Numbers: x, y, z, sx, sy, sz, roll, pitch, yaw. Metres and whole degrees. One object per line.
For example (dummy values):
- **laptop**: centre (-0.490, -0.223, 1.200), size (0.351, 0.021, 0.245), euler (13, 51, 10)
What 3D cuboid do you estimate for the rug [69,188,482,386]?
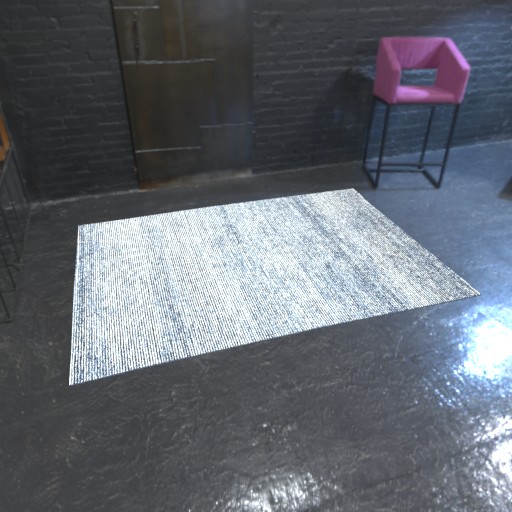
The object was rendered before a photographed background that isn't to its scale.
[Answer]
- **rug**: centre (0.000, 0.000, 3.021), size (2.349, 0.030, 1.624), euler (-9, 34, -14)
